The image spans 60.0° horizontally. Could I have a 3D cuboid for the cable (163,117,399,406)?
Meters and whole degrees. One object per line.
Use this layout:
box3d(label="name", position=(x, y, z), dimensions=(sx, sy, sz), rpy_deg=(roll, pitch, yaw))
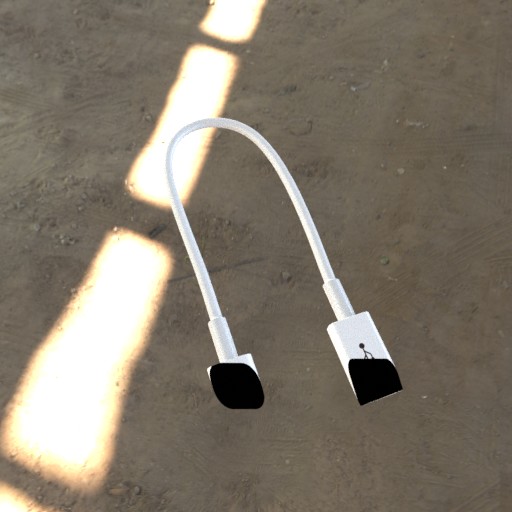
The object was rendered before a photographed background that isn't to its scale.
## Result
box3d(label="cable", position=(0.000, 0.000, 0.115), dimensions=(0.040, 0.006, 0.098), rpy_deg=(-17, 65, -9))
